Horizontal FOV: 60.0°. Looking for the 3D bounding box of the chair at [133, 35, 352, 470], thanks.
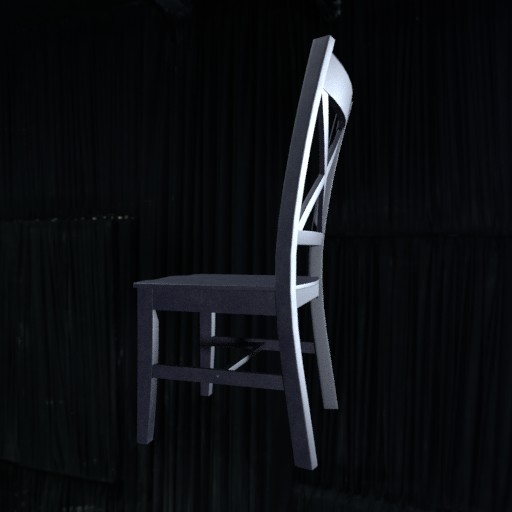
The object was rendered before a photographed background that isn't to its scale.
[{"bbox_3d":[0.000,0.000,1.288,0.542,0.983,0.485,0,1,17],"label":"chair"}]
